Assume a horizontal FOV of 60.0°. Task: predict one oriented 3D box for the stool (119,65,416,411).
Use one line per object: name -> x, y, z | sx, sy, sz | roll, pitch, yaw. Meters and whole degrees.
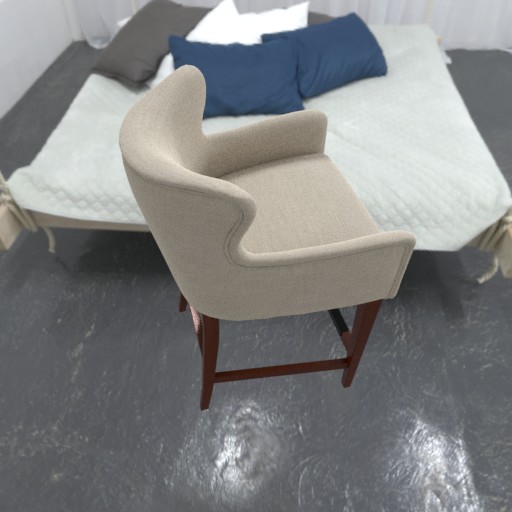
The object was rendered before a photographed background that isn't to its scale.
stool -> 0.000, 0.000, 1.377 | 0.637, 0.987, 0.615 | -11, 48, -10
